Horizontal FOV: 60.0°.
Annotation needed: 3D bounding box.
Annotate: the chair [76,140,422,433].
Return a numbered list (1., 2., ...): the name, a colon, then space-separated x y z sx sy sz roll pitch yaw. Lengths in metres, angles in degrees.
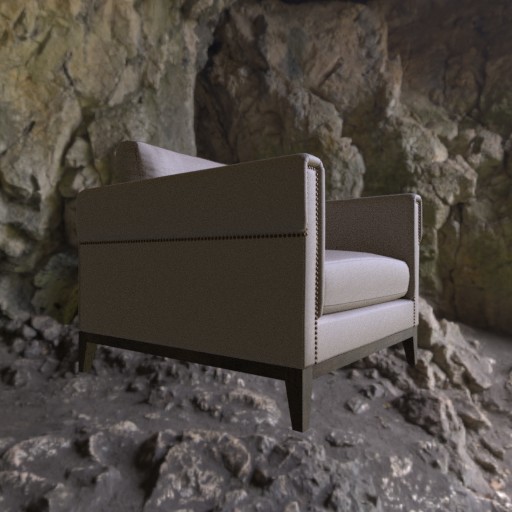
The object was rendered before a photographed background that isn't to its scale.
1. chair: 0.000 0.000 1.663 0.959 0.838 0.914 0 -1 37
